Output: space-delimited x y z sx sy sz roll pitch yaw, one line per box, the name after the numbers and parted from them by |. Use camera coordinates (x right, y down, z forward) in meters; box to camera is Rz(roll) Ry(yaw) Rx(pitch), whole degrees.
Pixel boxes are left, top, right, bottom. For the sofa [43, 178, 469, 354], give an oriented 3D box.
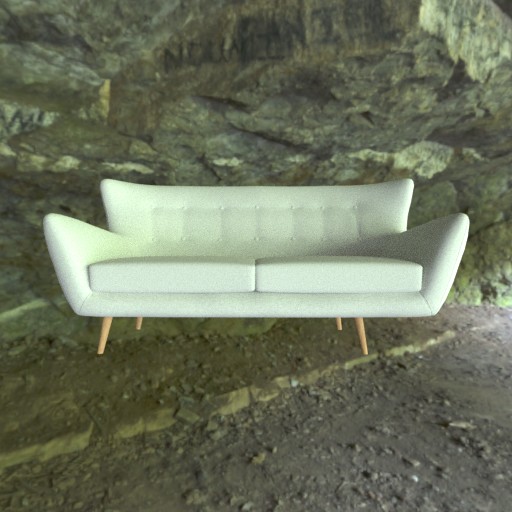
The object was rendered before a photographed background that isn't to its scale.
0.000 0.000 2.389 1.930 0.890 0.899 0 1 1 | sofa
